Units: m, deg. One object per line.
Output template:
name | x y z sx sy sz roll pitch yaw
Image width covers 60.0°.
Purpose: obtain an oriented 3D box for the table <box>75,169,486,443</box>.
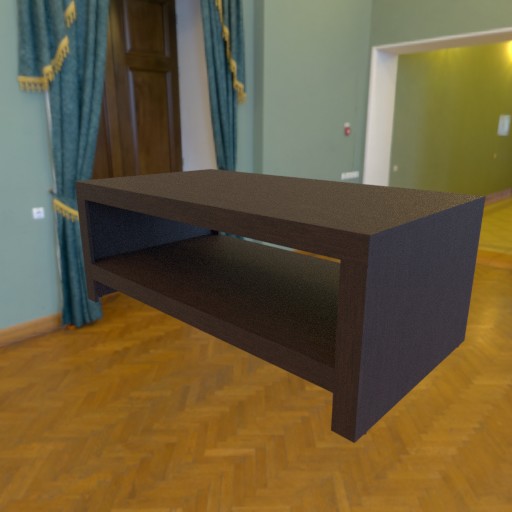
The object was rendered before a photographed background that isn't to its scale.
table | 0.000 0.000 1.381 1.099 0.424 0.597 15 22 41
